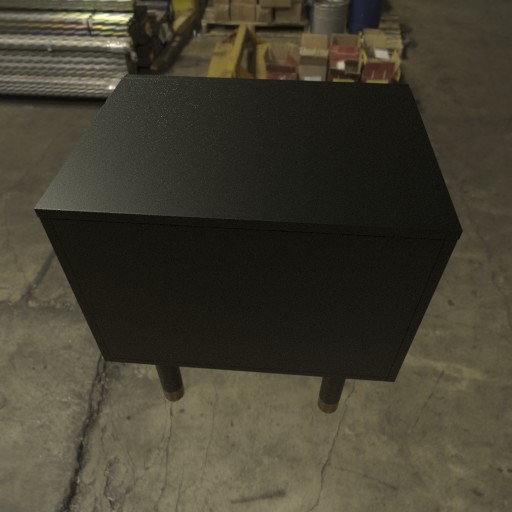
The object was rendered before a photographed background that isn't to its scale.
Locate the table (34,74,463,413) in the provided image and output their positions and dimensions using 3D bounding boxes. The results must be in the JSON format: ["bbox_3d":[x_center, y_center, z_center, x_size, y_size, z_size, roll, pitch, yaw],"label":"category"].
[{"bbox_3d":[0.000,0.000,0.942,0.564,0.584,0.441,3,46,3],"label":"table"}]
